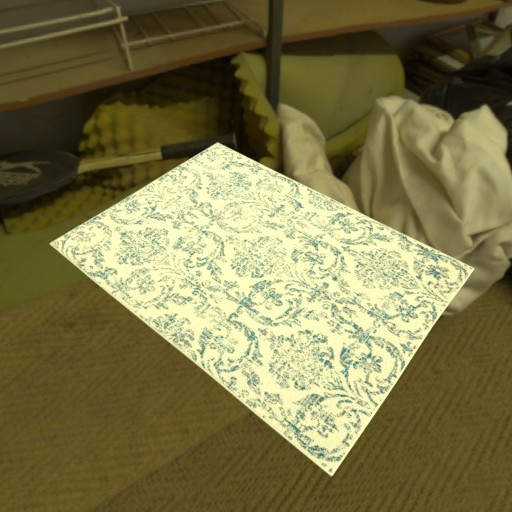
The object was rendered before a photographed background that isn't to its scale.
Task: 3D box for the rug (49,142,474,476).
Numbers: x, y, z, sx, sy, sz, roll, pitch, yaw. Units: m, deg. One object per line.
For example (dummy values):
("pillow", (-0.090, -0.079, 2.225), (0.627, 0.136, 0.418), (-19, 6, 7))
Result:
("rug", (0.000, 0.000, 2.813), (2.197, 0.014, 1.586), (32, 54, 27))
